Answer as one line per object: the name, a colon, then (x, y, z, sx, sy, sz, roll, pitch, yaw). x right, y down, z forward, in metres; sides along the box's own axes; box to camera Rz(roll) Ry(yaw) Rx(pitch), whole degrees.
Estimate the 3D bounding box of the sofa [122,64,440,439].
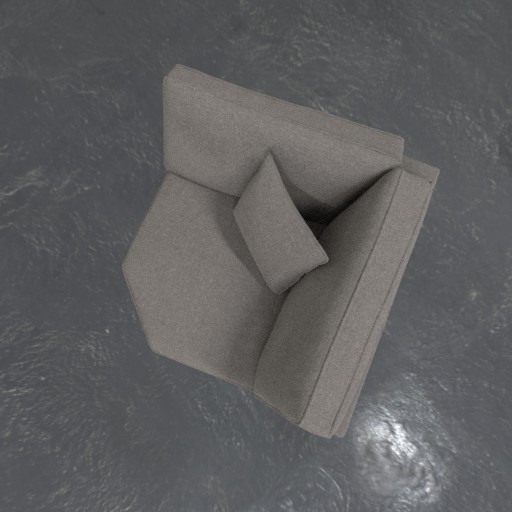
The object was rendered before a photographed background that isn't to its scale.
sofa: (0.000, 0.000, 1.856, 1.050, 0.951, 1.042, 23, 78, 5)
